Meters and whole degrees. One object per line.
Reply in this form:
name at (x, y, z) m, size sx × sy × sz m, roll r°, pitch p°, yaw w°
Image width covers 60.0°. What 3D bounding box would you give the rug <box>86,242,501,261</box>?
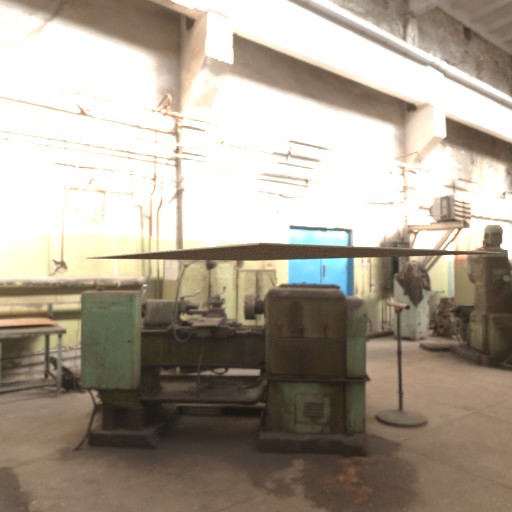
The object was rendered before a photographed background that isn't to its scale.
rug at (0.000, 0.000, 2.788) m, size 1.522 × 0.008 × 2.284 m, roll 1°, pitch -2°, yaw -34°
